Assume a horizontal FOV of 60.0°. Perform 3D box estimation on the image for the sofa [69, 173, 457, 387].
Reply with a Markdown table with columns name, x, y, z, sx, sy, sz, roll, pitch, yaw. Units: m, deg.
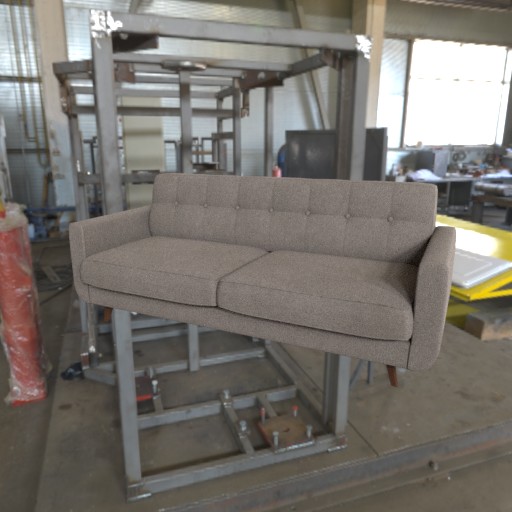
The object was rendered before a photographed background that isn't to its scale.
| name | x | y | z | sx | sy | sz | roll | pitch | yaw |
| --- | --- | --- | --- | --- | --- | --- | --- | --- | --- |
| sofa | 0.000 | 0.000 | 2.508 | 2.029 | 0.841 | 0.909 | 7 | 16 | 25 |
